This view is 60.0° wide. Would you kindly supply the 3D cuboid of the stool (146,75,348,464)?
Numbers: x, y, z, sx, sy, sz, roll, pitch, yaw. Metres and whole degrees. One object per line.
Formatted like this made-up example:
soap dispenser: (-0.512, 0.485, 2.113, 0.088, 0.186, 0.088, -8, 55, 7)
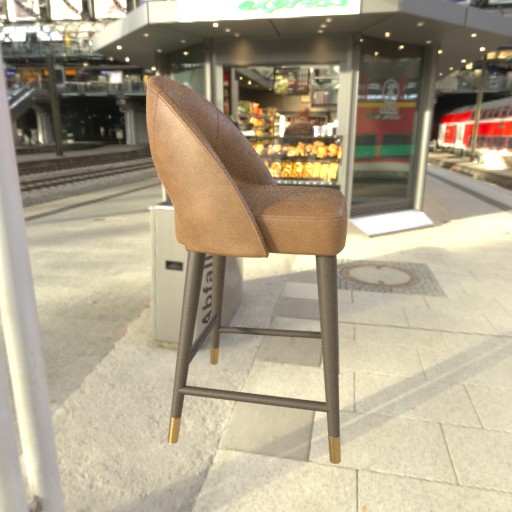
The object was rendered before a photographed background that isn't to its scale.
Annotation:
stool: (0.000, 0.000, 1.237, 0.509, 0.940, 0.494, 3, 16, 10)
